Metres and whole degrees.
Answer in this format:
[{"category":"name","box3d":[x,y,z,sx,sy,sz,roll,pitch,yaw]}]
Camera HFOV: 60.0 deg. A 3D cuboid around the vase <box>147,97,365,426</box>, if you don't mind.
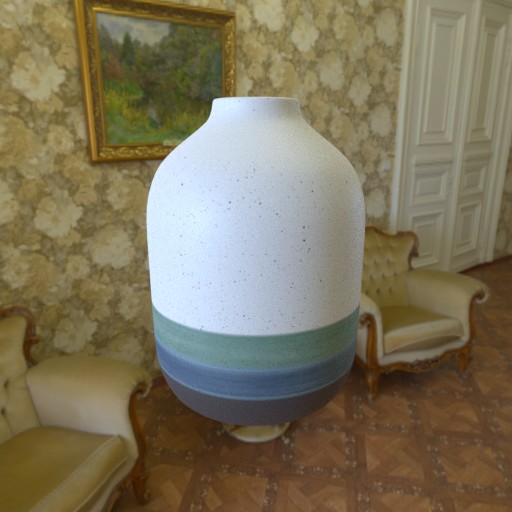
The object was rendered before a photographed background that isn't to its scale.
[{"category":"vase","box3d":[0.000,0.000,0.360,0.169,0.240,0.169,0,16,0]}]
